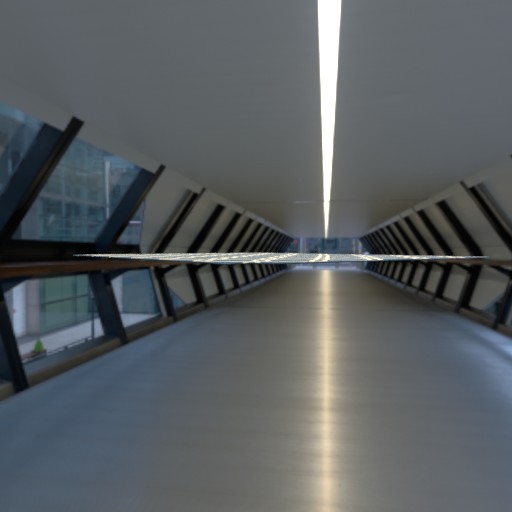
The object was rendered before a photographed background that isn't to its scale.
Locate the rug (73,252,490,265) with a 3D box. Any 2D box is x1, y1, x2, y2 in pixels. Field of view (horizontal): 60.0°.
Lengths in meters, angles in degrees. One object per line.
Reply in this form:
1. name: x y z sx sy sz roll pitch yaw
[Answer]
1. rug: 0.000 0.000 3.785 2.277 0.020 2.867 -1 1 -37
